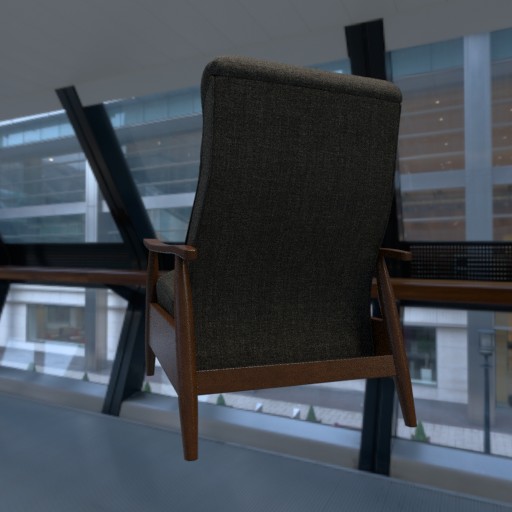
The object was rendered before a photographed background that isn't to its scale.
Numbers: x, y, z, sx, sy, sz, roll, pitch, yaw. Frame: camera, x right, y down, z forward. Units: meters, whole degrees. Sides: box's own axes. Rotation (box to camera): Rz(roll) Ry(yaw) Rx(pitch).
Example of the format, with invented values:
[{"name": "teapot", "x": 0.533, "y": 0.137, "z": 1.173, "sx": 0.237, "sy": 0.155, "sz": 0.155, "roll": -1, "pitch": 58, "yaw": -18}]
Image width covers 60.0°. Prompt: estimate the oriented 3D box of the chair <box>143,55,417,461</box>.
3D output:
[{"name": "chair", "x": 0.000, "y": 0.000, "z": 1.734, "sx": 0.762, "sy": 1.082, "sz": 1.014, "roll": 0, "pitch": -1, "yaw": -20}]
